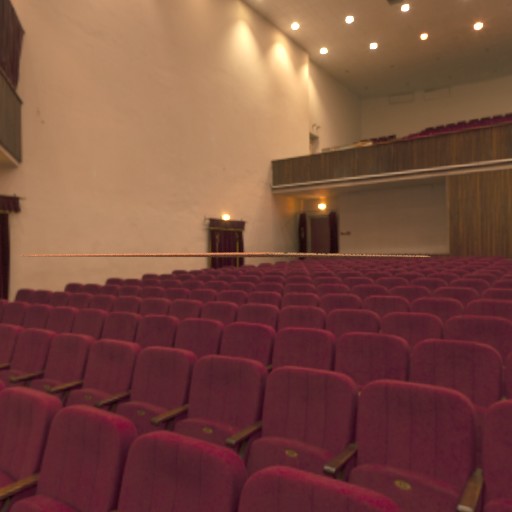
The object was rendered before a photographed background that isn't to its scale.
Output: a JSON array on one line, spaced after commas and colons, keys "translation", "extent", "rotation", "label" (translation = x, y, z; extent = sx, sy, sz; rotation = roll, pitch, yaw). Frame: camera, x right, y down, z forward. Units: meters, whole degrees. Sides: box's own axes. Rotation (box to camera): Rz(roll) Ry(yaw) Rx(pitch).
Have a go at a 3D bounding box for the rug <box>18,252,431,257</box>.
[{"translation": [0.000, 0.000, 2.016], "extent": [1.146, 0.006, 1.556], "rotation": [0, 0, 35], "label": "rug"}]
